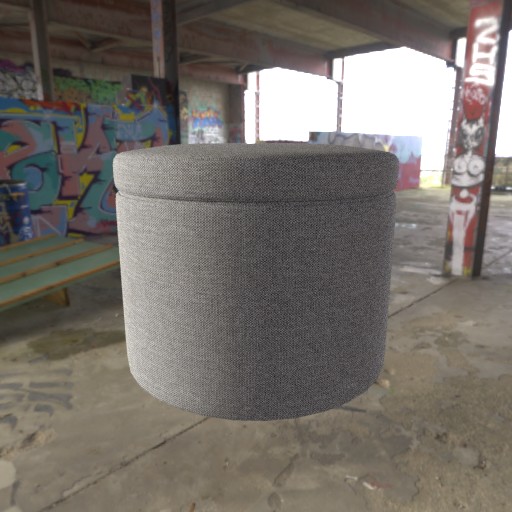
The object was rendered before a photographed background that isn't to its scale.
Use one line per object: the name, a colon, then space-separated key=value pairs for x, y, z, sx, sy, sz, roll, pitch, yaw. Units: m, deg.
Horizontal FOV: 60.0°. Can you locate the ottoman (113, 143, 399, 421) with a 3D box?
ottoman: x=0.000 y=0.000 z=0.852 sx=0.500 sy=0.419 sz=0.500 roll=0 pitch=14 yaw=0
